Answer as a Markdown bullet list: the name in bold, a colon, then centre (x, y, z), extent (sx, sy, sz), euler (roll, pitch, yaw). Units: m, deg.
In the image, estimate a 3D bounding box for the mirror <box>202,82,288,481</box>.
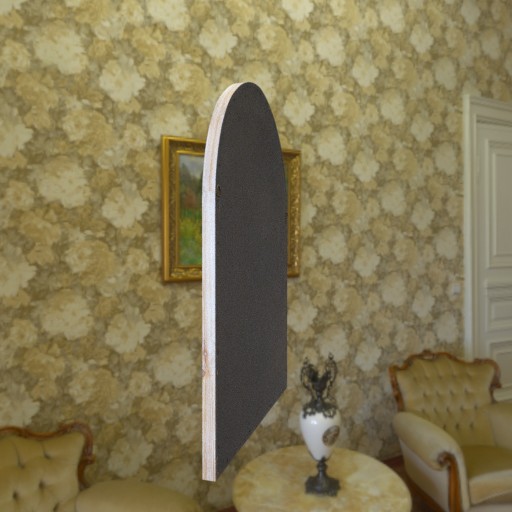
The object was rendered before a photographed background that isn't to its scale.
- **mirror**: centre (0.000, 0.000, 1.225), extent (0.032, 0.920, 0.660), euler (0, 1, 17)
